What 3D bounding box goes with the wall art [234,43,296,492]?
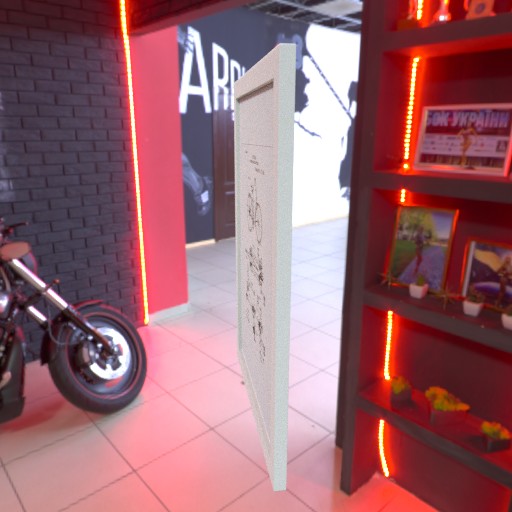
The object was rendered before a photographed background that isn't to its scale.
[{"bbox_3d":[0.000,0.000,0.609,0.015,0.477,0.332,-3,16,-9],"label":"wall art"}]
